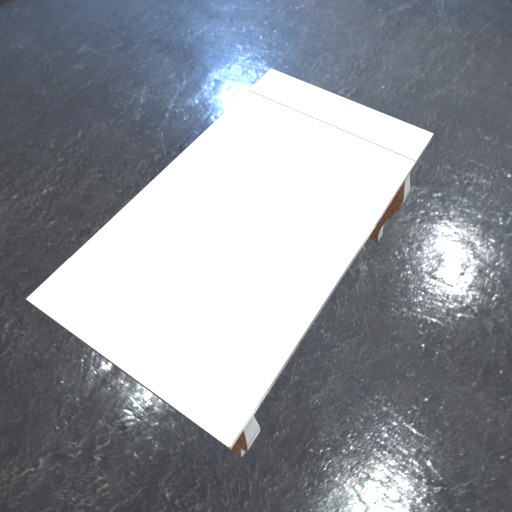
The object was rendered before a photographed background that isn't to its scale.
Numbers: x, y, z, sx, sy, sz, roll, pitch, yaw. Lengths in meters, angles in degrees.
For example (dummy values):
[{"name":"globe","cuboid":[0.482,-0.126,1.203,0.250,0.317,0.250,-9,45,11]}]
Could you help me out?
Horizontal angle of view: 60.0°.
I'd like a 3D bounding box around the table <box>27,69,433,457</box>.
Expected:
[{"name":"table","cuboid":[0.000,0.000,1.395,0.600,0.495,1.062,29,62,18]}]
